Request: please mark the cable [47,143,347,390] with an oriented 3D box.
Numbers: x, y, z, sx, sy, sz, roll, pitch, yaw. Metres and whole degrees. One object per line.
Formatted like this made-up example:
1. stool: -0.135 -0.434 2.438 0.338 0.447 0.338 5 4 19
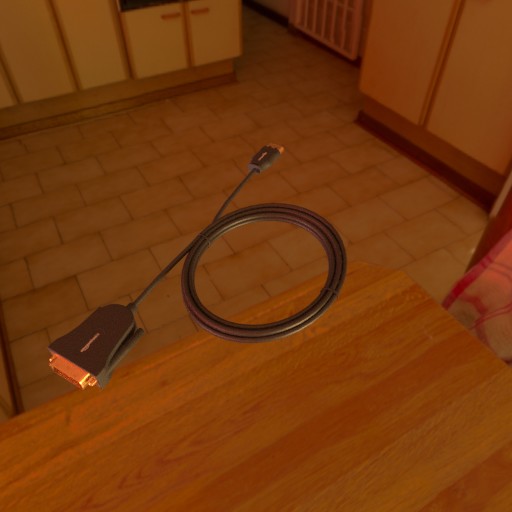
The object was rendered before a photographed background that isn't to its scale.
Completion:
1. cable: 0.000 0.000 0.328 0.136 0.015 0.281 22 49 20
